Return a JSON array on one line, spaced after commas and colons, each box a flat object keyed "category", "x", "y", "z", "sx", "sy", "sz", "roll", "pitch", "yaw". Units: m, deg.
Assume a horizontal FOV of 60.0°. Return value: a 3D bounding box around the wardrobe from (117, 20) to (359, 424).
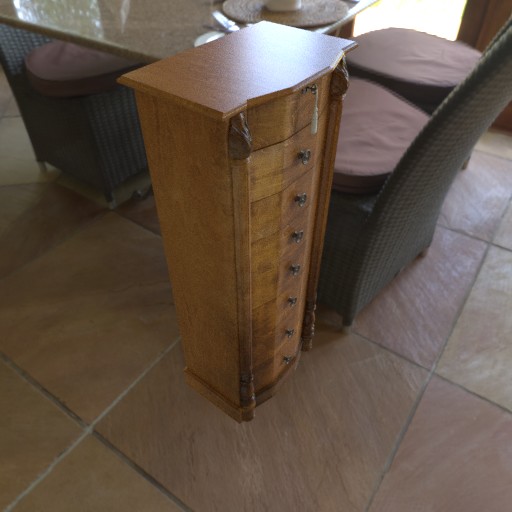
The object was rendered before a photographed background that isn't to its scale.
[{"category": "wardrobe", "x": 0.000, "y": 0.000, "z": 1.118, "sx": 0.273, "sy": 0.959, "sz": 0.406, "roll": 28, "pitch": 50, "yaw": 27}]
